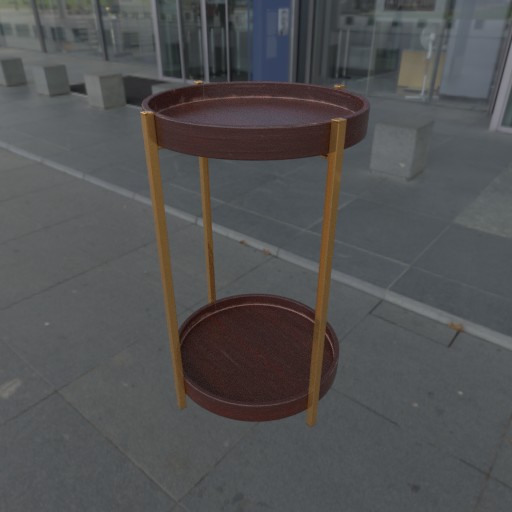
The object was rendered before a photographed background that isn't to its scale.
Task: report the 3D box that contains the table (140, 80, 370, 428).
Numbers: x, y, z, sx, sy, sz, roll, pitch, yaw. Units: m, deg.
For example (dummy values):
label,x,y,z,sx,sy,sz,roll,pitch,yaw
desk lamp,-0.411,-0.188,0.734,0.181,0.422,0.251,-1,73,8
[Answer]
label,x,y,z,sx,sy,sz,roll,pitch,yaw
table,0.000,0.000,0.886,0.400,0.610,0.400,-20,36,-30
